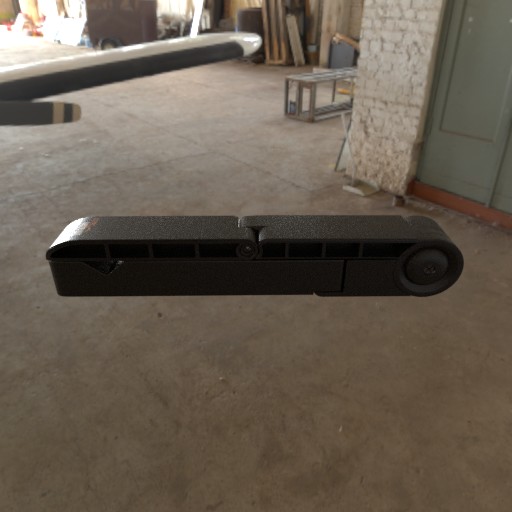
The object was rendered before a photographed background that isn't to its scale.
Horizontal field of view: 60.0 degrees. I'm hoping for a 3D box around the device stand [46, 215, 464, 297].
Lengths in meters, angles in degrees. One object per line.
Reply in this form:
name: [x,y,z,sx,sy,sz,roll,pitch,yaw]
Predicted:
device stand: [0.000,0.000,0.201,0.179,0.030,0.026,0,30,-1]
